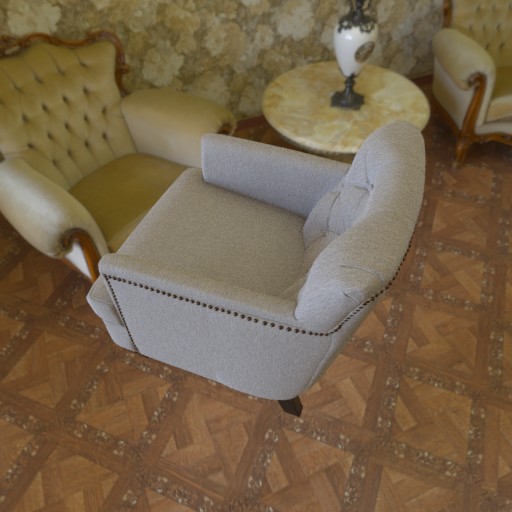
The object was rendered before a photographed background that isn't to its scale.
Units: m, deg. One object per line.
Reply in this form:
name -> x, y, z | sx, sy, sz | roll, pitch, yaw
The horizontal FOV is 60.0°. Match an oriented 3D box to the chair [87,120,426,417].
chair -> 0.000, 0.000, 1.508 | 0.902, 0.823, 0.737 | 16, 49, 14
